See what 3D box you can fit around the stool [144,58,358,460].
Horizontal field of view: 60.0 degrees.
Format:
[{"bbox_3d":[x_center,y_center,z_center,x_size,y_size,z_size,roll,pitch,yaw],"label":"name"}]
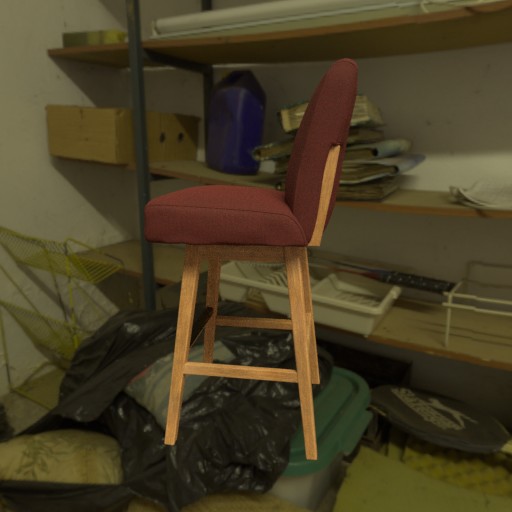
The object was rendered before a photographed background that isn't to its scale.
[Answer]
[{"bbox_3d":[0.000,0.000,1.403,0.562,1.093,0.468,2,14,9],"label":"stool"}]
